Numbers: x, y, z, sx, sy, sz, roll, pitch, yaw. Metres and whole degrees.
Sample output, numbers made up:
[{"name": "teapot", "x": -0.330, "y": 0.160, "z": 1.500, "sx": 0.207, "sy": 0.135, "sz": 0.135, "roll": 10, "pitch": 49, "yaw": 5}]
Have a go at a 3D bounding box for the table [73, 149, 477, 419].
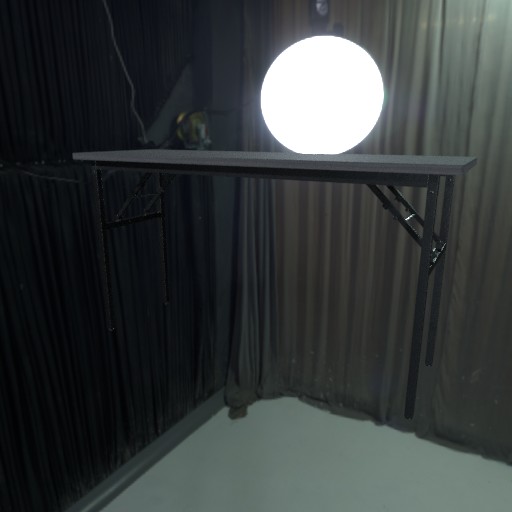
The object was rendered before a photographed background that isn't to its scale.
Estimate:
[{"name": "table", "x": 0.000, "y": 0.000, "z": 1.683, "sx": 1.399, "sy": 0.750, "sz": 0.449, "roll": 9, "pitch": 18, "yaw": 28}]
